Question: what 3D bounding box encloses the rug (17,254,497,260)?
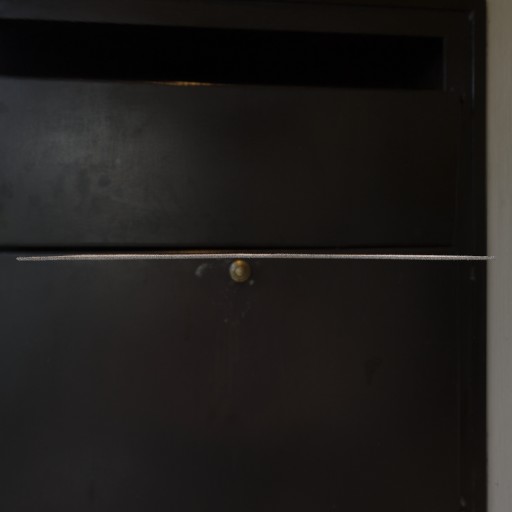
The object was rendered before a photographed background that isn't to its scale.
[{"bbox_3d":[0.000,0.000,2.876,2.264,0.030,1.624,0,0,-1],"label":"rug"}]
